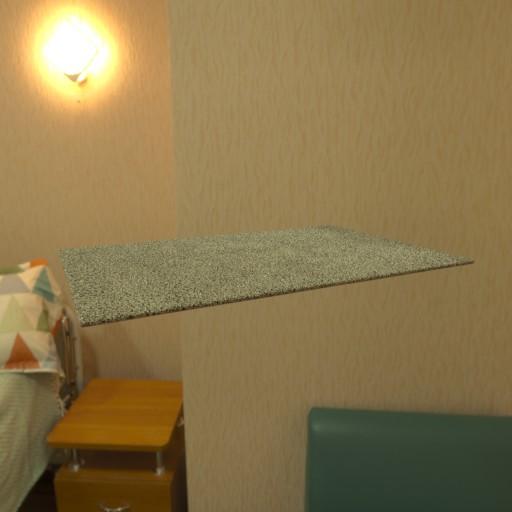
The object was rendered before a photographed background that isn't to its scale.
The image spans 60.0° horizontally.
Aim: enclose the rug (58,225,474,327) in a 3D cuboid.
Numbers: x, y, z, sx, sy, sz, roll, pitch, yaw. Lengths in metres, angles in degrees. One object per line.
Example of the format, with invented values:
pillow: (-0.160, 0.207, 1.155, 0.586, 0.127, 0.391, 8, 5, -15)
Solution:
rug: (0.000, 0.000, 3.451, 2.743, 0.030, 1.778, -7, 15, -26)
